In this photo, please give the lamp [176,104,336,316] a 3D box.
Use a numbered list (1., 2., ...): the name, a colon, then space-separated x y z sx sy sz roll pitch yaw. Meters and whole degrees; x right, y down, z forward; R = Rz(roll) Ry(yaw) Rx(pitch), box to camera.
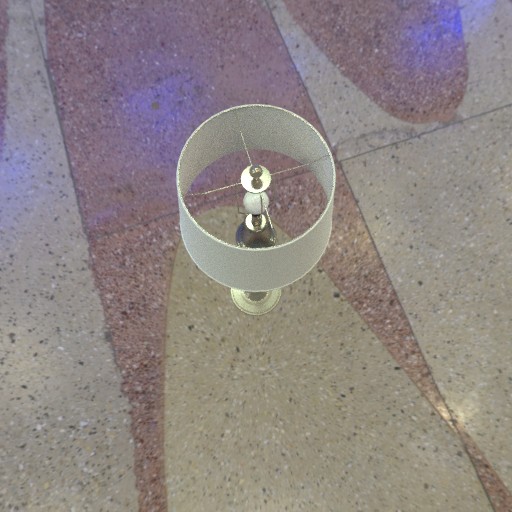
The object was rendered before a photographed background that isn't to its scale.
1. lamp: 0.000 0.000 1.677 0.431 1.488 0.431 0 75 0
